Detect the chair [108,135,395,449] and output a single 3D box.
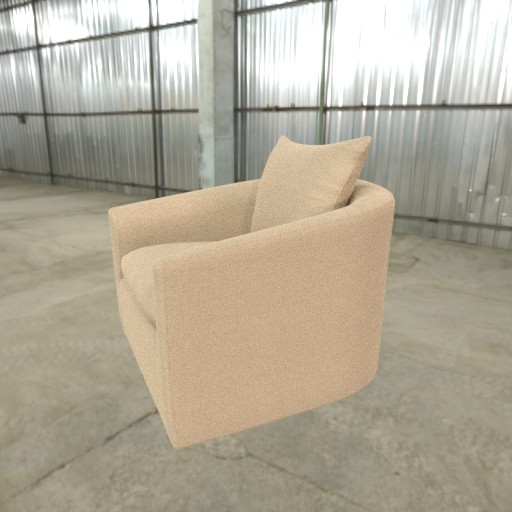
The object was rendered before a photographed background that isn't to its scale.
[{"bbox_3d":[0.000,0.000,1.619,0.910,0.848,0.845,-7,18,-24],"label":"chair"}]
